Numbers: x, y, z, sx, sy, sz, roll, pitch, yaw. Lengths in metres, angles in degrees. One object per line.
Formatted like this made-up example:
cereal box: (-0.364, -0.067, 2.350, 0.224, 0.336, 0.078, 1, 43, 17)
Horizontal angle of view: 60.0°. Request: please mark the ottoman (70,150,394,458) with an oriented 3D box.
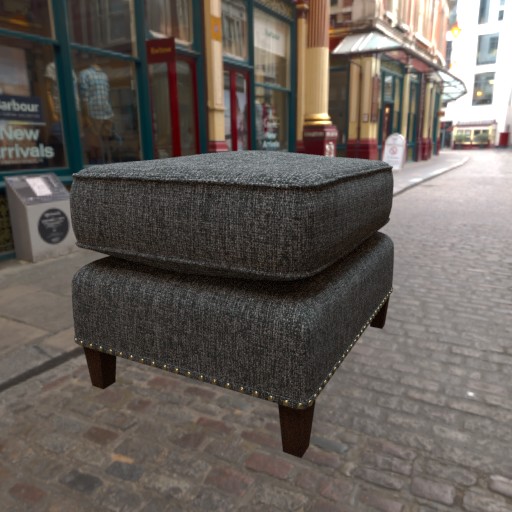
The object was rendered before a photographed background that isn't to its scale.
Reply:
ottoman: (0.000, 0.000, 1.158, 0.589, 0.537, 0.738, 8, 16, 27)
